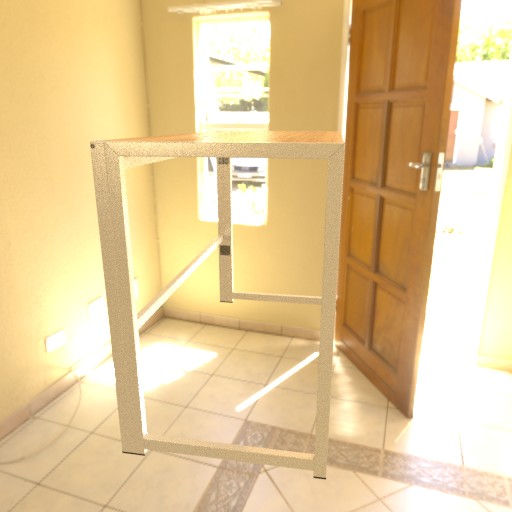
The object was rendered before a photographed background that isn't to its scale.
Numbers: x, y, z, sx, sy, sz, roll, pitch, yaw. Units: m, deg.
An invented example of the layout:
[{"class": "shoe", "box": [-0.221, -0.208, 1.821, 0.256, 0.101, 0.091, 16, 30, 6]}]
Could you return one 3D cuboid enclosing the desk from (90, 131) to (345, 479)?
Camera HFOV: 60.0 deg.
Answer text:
[{"class": "desk", "box": [0.000, 0.000, 1.442, 0.508, 0.762, 1.016, 3, 17, 9]}]
